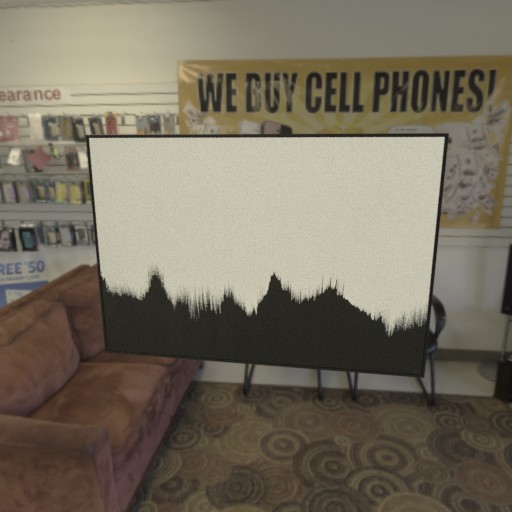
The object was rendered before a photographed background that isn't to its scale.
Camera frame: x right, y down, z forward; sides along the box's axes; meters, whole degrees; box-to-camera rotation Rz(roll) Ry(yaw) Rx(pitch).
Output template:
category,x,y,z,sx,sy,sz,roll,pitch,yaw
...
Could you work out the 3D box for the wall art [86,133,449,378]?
category,x,y,z,sx,sy,sz,roll,pitch,yaw
wall art,0.000,0.000,1.245,0.957,0.660,0.019,2,14,9
